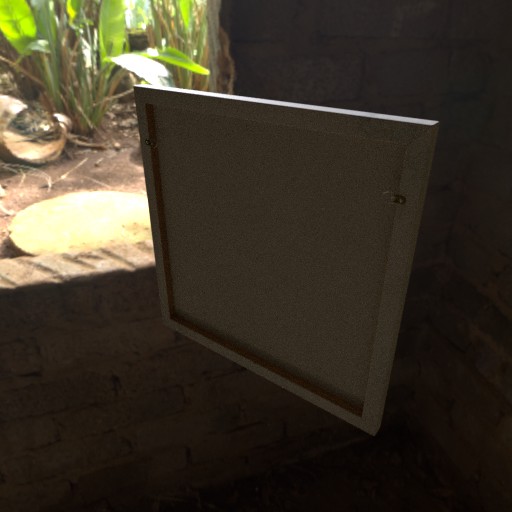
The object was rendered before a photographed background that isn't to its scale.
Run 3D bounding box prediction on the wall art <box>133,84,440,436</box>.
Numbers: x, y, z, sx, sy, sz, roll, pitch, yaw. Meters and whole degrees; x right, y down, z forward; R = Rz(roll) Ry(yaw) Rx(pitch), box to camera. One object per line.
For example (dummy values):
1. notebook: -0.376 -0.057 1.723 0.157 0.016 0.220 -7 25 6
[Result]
1. wall art: 0.000 0.000 1.132 0.762 0.762 0.041 20 34 32
